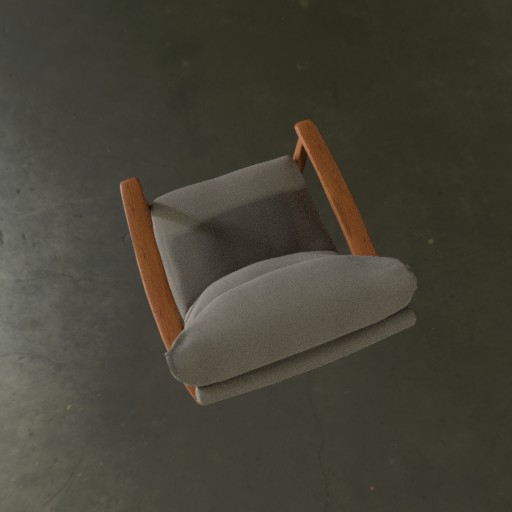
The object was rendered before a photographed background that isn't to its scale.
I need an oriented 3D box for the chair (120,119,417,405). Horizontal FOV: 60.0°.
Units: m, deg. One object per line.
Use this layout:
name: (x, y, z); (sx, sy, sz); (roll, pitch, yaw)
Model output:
chair: (0.000, 0.000, 1.542); (0.782, 0.922, 0.816); (-20, 76, -5)
